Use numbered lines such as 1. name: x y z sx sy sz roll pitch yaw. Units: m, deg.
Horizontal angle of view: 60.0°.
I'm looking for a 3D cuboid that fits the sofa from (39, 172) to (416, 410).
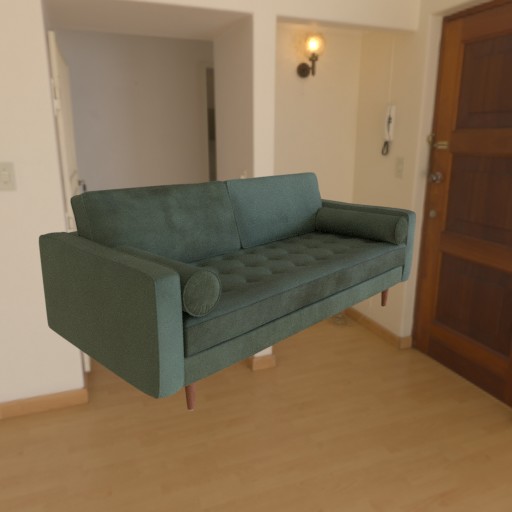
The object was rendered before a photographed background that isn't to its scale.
1. sofa: 0.000 0.000 2.339 0.916 0.772 1.880 14 20 42
